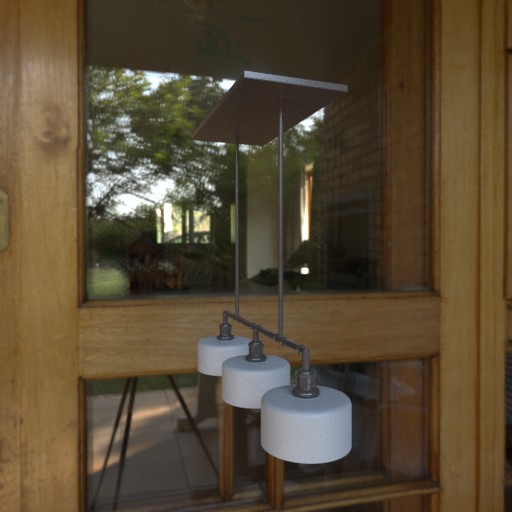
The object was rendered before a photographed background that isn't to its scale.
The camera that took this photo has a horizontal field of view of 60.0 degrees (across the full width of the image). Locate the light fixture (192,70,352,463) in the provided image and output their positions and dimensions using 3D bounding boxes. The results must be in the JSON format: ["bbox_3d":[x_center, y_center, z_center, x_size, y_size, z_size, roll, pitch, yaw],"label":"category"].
[{"bbox_3d":[0.000,0.000,0.876,0.177,0.557,0.582,0,1,-20],"label":"light fixture"}]
